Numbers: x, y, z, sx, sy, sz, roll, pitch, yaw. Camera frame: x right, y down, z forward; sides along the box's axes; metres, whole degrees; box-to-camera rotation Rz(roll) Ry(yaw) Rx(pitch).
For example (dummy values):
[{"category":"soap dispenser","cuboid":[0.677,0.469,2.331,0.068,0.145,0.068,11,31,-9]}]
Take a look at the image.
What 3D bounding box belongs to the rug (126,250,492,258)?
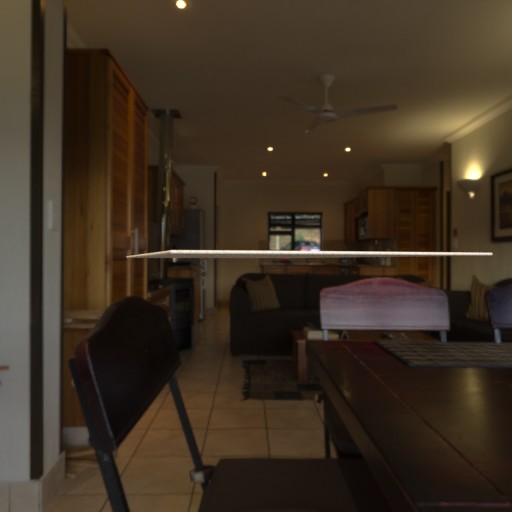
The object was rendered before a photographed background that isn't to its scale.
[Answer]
[{"category":"rug","cuboid":[0.000,0.000,2.977,1.531,0.014,2.441,0,-1,-20]}]
